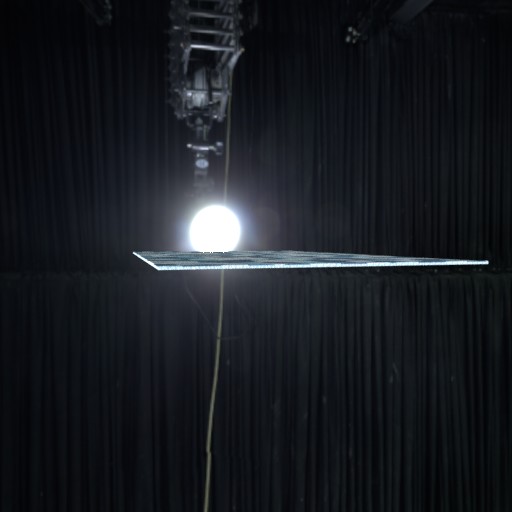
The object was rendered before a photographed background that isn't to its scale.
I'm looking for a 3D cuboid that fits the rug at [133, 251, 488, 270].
[{"bbox_3d":[0.000,0.000,3.007,1.518,0.015,2.438,-1,2,-18],"label":"rug"}]
